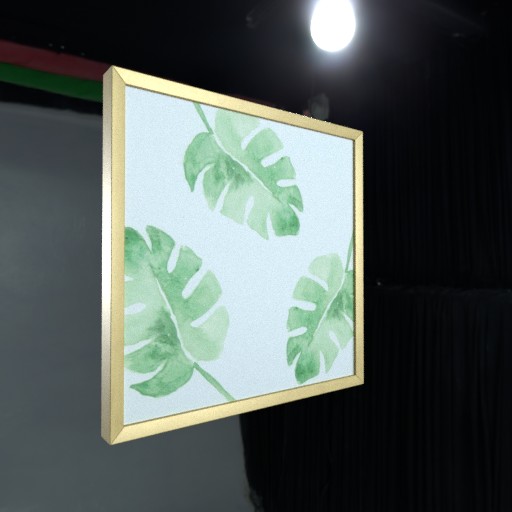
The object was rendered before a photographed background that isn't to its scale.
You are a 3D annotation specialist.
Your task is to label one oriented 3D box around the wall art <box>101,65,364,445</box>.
[{"bbox_3d":[0.000,0.000,0.757,0.508,0.508,0.038,1,-1,-36],"label":"wall art"}]
